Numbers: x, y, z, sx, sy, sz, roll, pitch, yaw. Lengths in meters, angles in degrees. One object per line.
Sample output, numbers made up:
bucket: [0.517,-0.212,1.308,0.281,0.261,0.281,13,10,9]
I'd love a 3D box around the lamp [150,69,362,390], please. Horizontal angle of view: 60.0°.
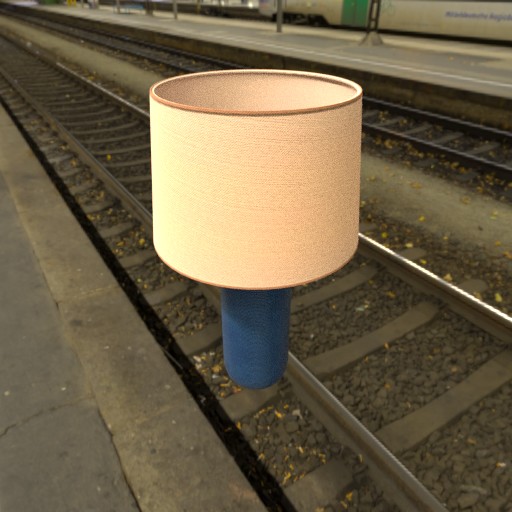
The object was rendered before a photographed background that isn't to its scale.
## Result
lamp: [0.000,0.000,0.837,0.367,0.609,0.367,0,31,0]
